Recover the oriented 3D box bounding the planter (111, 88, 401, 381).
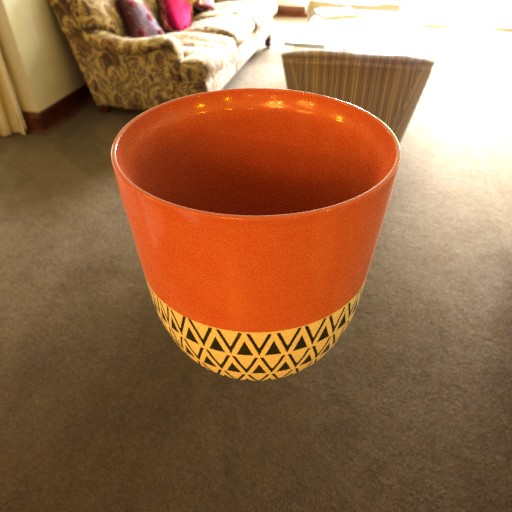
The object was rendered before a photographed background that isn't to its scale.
[{"bbox_3d":[0.000,0.000,0.374,0.195,0.214,0.195,0,40,0],"label":"planter"}]
